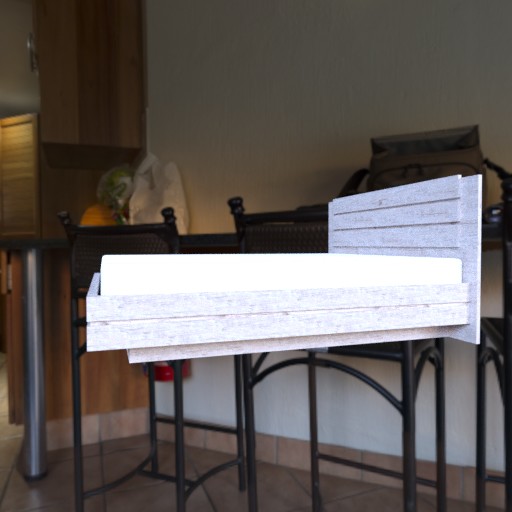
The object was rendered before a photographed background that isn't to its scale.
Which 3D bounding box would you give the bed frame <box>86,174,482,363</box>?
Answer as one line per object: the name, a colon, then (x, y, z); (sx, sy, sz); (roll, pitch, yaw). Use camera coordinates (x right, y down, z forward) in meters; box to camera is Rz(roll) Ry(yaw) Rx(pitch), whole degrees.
bed frame: (0.000, 0.000, 2.989); (2.080, 0.970, 1.750); (-1, 2, -19)
